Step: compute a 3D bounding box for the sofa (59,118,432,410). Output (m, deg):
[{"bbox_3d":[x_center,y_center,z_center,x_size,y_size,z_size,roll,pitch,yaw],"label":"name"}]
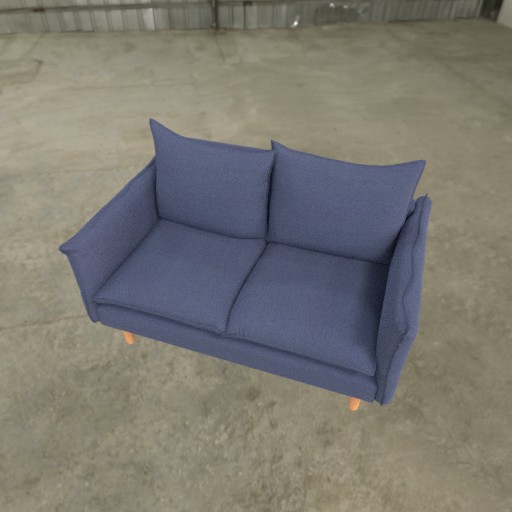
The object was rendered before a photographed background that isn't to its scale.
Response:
[{"bbox_3d":[0.000,0.000,1.852,1.300,0.840,0.820,13,42,14],"label":"sofa"}]
